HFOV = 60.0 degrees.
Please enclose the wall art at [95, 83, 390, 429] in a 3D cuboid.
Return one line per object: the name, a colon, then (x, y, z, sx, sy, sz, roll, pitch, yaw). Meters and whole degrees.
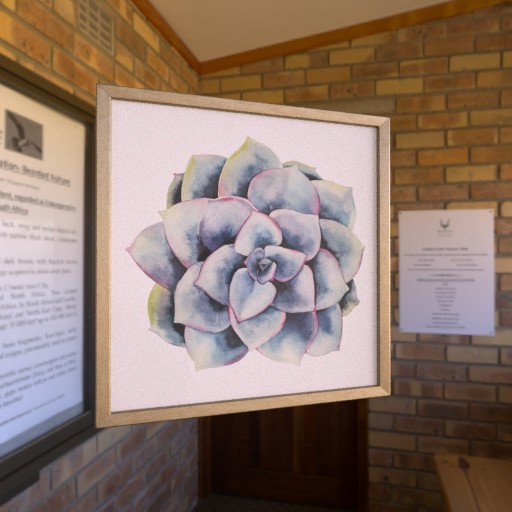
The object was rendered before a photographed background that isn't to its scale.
wall art: (0.000, 0.000, 0.740, 0.503, 0.506, 0.030, 0, 0, -18)
